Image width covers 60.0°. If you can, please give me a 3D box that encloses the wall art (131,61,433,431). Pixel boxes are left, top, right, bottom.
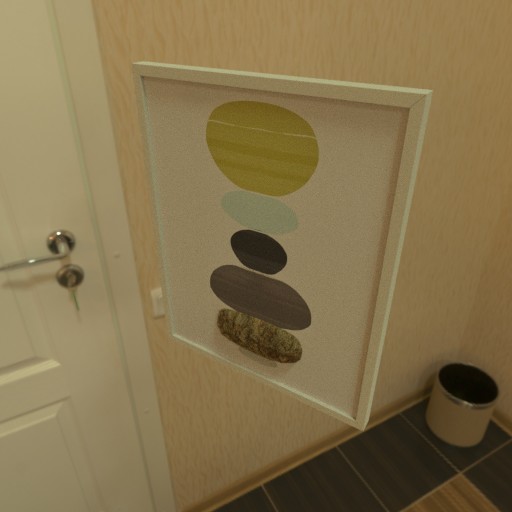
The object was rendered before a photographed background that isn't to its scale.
[{"bbox_3d":[0.000,0.000,1.000,0.611,0.763,0.055,18,35,27],"label":"wall art"}]
